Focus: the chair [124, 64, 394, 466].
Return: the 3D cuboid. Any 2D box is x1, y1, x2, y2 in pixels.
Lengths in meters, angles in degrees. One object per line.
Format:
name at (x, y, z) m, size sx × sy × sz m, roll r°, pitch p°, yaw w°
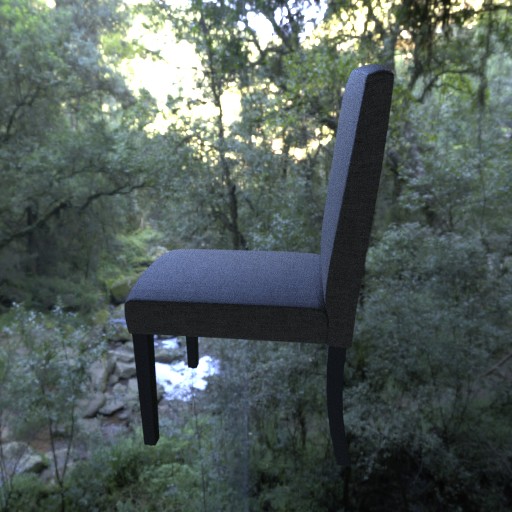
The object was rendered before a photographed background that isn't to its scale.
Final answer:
chair at (0.000, 0.000, 1.170) m, size 0.580 × 0.917 × 0.451 m, roll 2°, pitch 16°, yaw 8°
